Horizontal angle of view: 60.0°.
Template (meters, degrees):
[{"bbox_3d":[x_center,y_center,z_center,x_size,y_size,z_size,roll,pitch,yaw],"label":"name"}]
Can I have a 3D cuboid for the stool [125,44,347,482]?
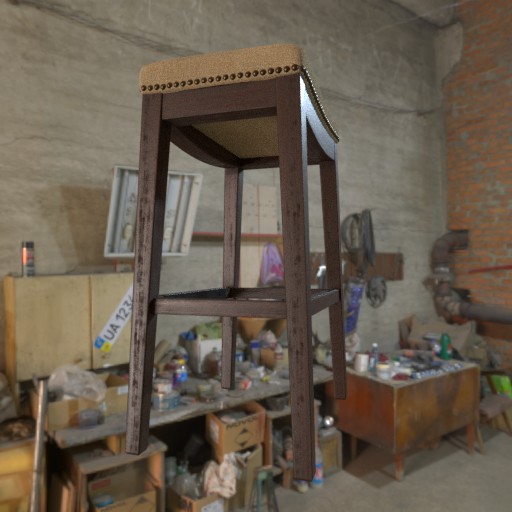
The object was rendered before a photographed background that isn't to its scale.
[{"bbox_3d":[0.000,0.000,1.042,0.363,0.768,0.509,0,-1,18],"label":"stool"}]
